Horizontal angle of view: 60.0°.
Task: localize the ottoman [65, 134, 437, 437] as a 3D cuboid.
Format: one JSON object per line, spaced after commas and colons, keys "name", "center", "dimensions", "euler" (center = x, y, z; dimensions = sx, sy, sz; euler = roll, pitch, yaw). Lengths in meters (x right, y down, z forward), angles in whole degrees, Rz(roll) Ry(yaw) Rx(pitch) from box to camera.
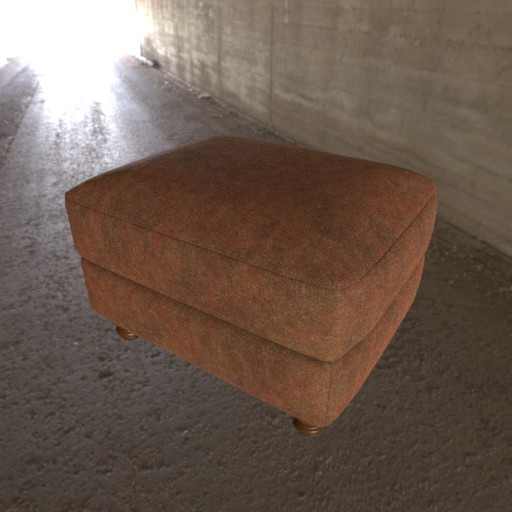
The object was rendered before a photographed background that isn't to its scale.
{"name": "ottoman", "center": [0.000, 0.000, 1.175], "dimensions": [0.787, 0.508, 0.635], "euler": [19, 35, 29]}
